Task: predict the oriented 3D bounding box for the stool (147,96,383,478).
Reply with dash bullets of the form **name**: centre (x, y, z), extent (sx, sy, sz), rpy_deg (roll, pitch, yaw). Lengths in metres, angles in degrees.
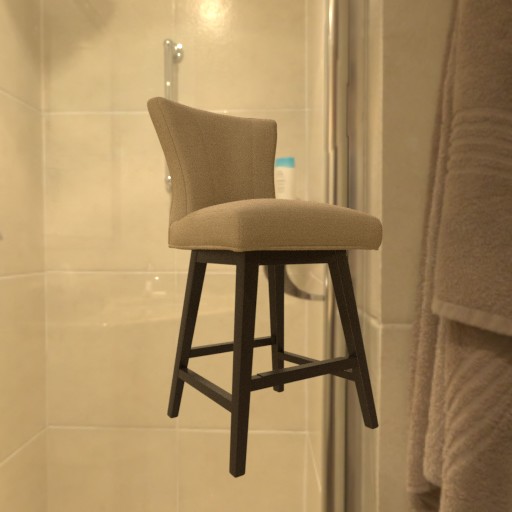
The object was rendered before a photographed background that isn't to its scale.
- **stool**: centre (0.000, 0.000, 1.360), extent (0.514, 1.000, 0.574), rpy_deg (-1, 2, -35)
